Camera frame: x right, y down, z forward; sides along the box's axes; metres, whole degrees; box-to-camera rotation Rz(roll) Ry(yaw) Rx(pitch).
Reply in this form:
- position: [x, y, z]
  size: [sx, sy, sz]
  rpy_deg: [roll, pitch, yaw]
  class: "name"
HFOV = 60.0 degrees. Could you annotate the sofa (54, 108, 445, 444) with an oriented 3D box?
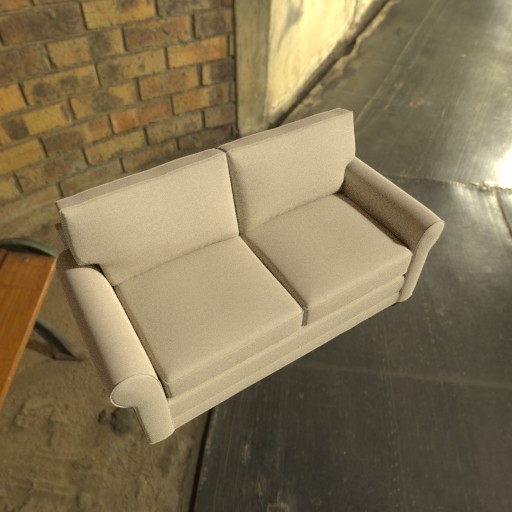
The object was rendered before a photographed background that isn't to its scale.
- position: [0.000, 0.000, 2.239]
  size: [1.774, 0.933, 0.861]
  rpy_deg: [-24, 50, -22]
  class: "sofa"
